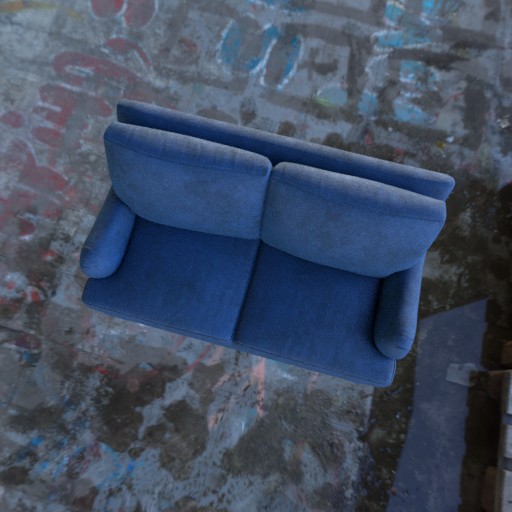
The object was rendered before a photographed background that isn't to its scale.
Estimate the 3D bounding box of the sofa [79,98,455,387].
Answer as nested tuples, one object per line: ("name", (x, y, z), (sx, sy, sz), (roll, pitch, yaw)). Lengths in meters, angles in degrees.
("sofa", (0.000, 0.000, 2.576), (1.853, 1.101, 1.084), (14, 76, 4))
